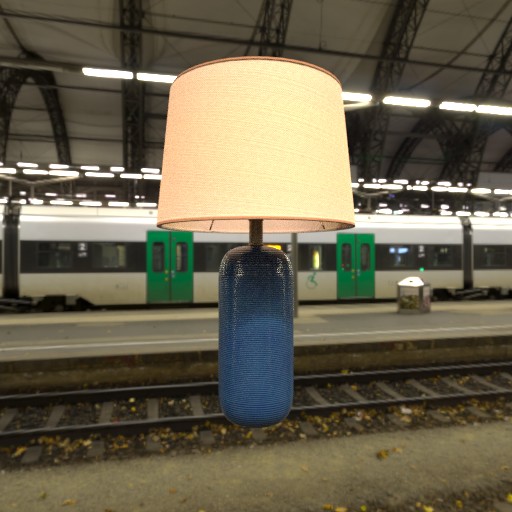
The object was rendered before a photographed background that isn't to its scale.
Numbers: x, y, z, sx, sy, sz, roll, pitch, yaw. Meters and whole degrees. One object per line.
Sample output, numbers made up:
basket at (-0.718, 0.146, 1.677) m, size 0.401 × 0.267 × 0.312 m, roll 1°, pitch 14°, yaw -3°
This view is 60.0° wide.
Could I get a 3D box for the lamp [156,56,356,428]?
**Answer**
lamp at (0.000, 0.000, 0.836) m, size 0.367 × 0.609 × 0.367 m, roll 0°, pitch -1°, yaw 0°
